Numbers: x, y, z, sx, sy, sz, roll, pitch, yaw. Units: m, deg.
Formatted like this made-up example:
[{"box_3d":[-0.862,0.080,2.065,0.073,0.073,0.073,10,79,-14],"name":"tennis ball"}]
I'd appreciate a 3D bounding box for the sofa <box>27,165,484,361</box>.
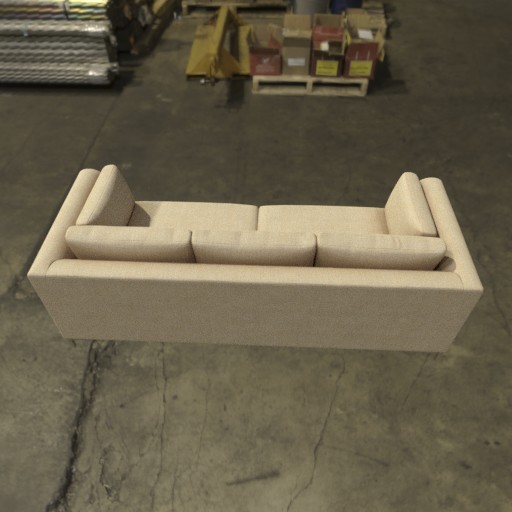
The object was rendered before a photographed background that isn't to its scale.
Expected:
[{"box_3d":[0.000,0.000,2.883,2.415,0.867,0.969,2,47,2],"name":"sofa"}]
